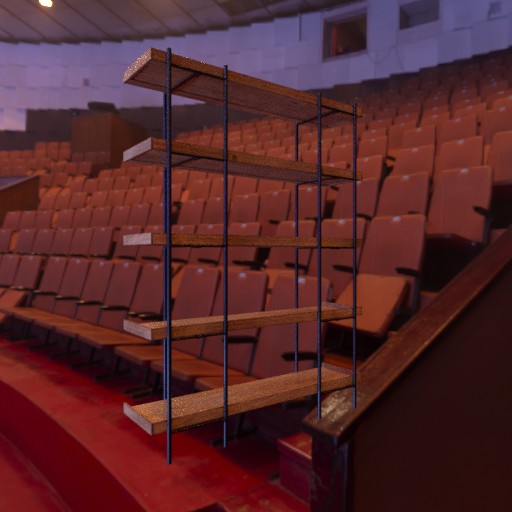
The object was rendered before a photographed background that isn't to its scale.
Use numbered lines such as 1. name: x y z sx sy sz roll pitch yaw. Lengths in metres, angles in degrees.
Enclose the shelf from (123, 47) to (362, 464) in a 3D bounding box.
1. shelf: 0.000 0.000 2.452 1.371 1.826 0.379 0 0 -36
